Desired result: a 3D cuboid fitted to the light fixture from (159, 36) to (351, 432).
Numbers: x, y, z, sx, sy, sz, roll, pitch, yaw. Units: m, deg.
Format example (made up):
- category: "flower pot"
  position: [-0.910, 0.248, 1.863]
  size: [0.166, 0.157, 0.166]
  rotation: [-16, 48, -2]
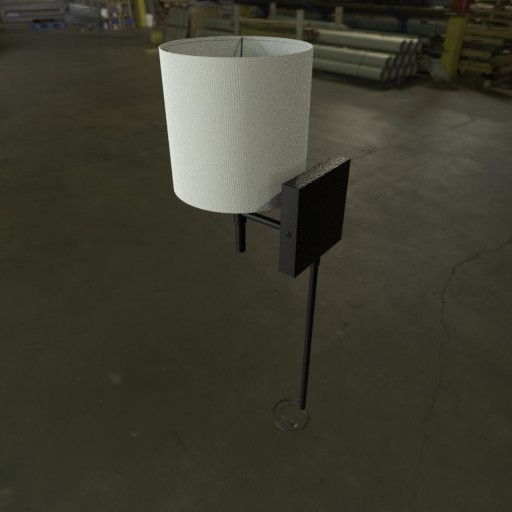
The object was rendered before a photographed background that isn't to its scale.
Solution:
- category: "light fixture"
  position: [0.000, 0.000, 0.686]
  size: [0.248, 0.589, 0.188]
  rotation: [23, 39, 31]
